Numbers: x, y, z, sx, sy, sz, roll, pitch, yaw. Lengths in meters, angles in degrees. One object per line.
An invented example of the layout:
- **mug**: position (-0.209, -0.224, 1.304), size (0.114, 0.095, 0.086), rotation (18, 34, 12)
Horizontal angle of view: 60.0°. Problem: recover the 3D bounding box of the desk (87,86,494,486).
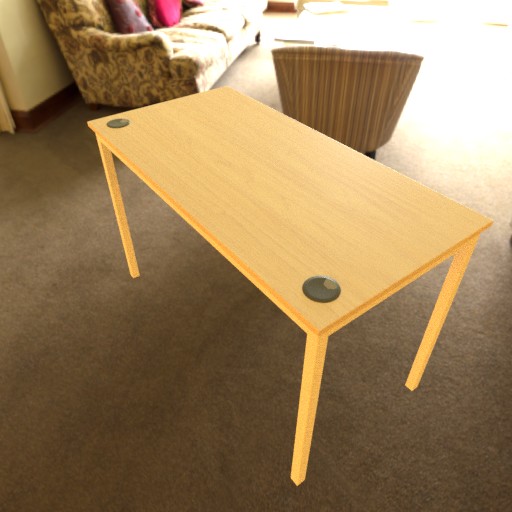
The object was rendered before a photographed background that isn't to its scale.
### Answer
- **desk**: position (0.000, 0.000, 1.588), size (0.600, 0.750, 1.200), rotation (-26, 47, -27)
